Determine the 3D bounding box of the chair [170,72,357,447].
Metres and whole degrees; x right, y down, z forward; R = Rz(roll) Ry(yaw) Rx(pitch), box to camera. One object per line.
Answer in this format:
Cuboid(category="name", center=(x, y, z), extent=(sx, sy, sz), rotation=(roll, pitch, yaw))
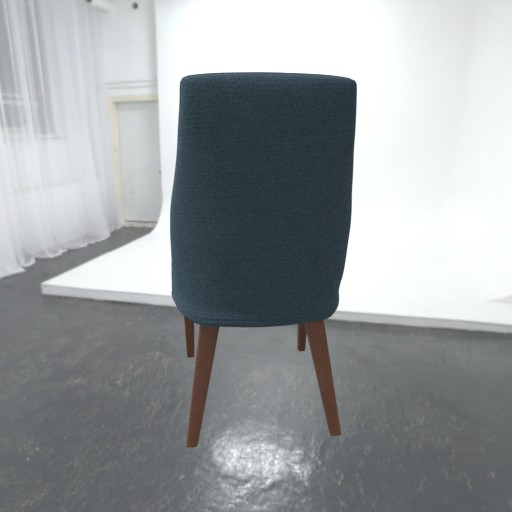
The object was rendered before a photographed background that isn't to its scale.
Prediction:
Cuboid(category="chair", center=(0.000, 0.000, 1.292), extent=(0.500, 0.930, 0.620), rotation=(-2, 15, -7))
